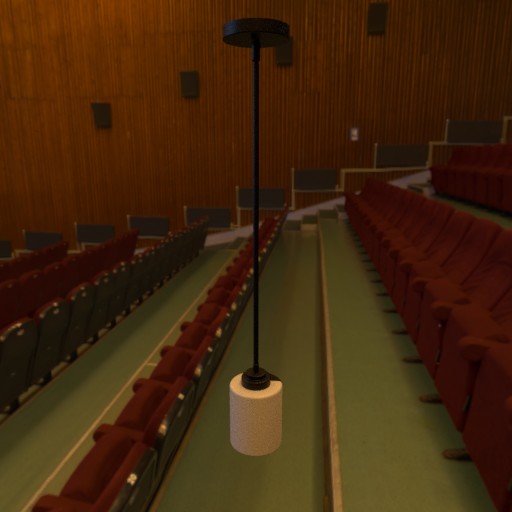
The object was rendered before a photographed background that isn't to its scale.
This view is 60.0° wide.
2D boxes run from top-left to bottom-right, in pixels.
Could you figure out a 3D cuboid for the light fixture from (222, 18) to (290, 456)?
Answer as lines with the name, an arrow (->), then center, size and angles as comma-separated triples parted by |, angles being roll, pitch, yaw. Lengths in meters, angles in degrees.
light fixture -> 0.000, 0.000, 0.915 | 0.123, 0.863, 0.123 | 2, 14, 7
